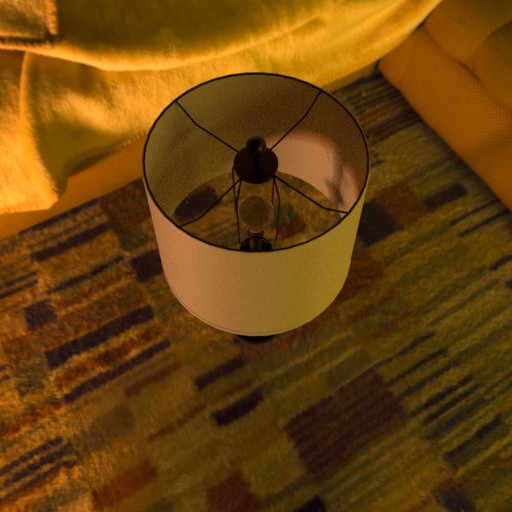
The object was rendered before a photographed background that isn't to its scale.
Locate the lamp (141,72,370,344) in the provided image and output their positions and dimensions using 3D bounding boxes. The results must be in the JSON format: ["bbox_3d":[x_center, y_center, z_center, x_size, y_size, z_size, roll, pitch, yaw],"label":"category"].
[{"bbox_3d":[0.000,0.000,0.946,0.383,0.726,0.383,0,63,0],"label":"lamp"}]
